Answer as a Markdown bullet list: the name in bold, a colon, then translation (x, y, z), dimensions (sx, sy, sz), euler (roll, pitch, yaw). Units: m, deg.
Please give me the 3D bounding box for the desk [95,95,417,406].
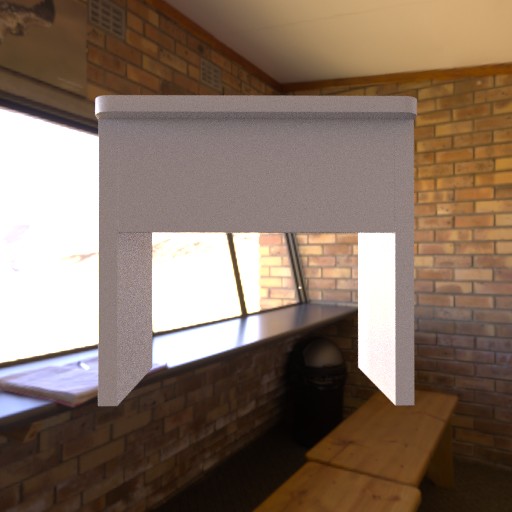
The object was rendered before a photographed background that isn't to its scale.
- **desk**: translation (0.000, 0.000, 1.274), dimensions (0.790, 0.760, 0.446), euler (0, 0, 0)
